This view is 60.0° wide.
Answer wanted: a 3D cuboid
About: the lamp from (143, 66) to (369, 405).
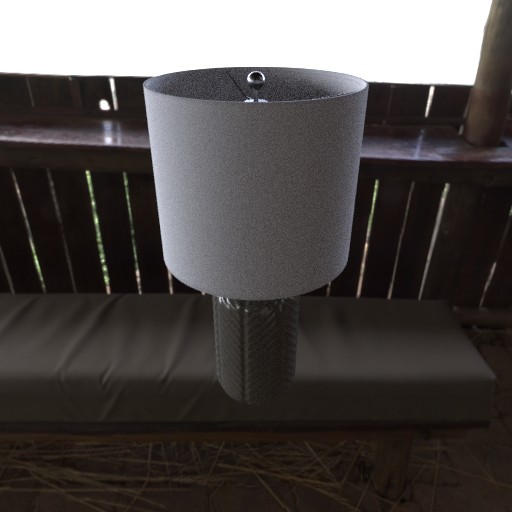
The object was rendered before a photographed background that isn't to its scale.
[{"bbox_3d":[0.000,0.000,0.502,0.203,0.389,0.203,-10,31,-16],"label":"lamp"}]
